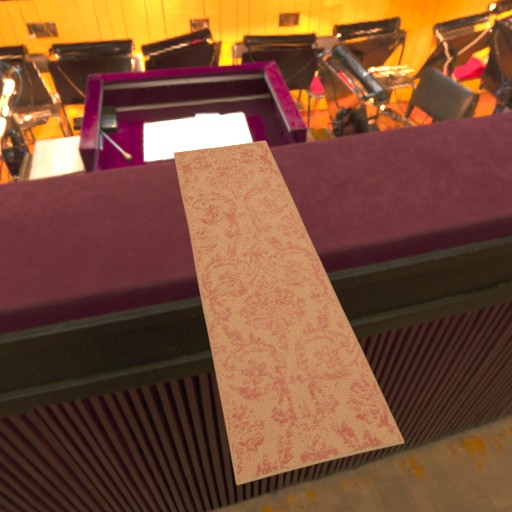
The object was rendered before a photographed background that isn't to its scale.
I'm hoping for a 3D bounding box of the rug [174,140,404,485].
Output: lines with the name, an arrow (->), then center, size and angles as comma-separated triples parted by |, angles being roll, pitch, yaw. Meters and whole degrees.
rug -> 0.000, 0.000, 2.390 | 0.662, 0.011, 2.196 | -10, 47, -9
